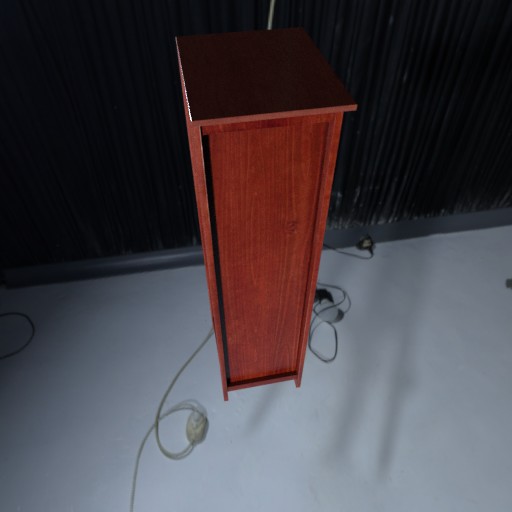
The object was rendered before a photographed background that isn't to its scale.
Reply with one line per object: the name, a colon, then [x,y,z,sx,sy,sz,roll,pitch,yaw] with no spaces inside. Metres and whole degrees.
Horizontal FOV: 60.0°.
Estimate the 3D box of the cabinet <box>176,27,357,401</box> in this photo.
cabinet: [0.000,0.000,1.764,0.401,1.518,0.500,-8,48,-8]
